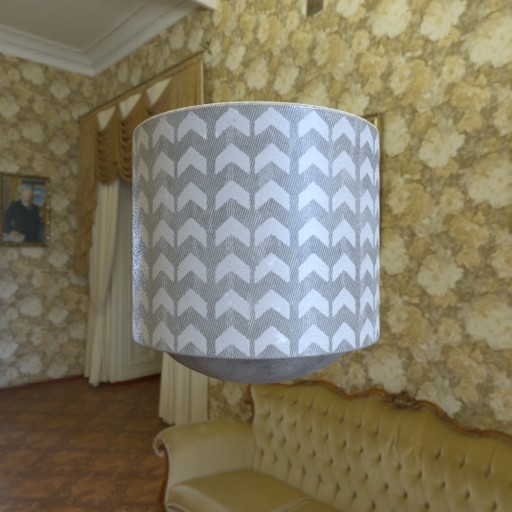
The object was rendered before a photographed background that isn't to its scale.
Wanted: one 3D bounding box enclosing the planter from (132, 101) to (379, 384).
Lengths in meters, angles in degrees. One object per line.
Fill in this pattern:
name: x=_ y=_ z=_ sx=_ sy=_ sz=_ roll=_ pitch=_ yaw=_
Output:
planter: x=0.000 y=0.000 z=0.466 sx=0.250 sy=0.239 sz=0.250 roll=0 pitch=0 yaw=0
